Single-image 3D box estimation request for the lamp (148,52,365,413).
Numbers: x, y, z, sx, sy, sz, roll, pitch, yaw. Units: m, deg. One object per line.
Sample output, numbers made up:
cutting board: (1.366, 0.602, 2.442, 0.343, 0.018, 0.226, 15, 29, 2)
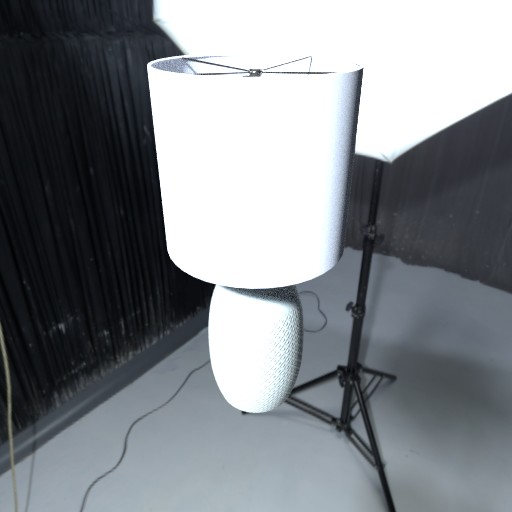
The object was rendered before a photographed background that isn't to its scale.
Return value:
lamp: (0.000, 0.000, 0.563, 0.217, 0.453, 0.217, 22, 36, 33)
